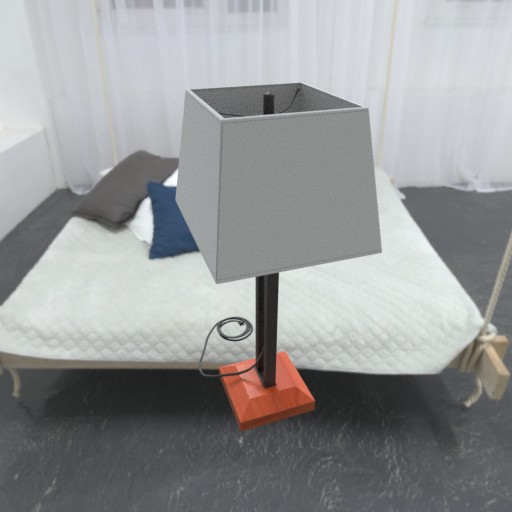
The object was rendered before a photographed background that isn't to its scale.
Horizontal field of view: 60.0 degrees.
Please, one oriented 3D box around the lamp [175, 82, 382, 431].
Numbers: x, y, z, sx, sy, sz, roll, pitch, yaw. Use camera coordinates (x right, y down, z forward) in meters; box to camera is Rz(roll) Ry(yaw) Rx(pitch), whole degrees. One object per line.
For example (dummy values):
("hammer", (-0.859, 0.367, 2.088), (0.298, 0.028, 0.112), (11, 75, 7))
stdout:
("lamp", (0.000, 0.000, 1.012), (0.310, 0.737, 0.498), (-10, 32, -16))
